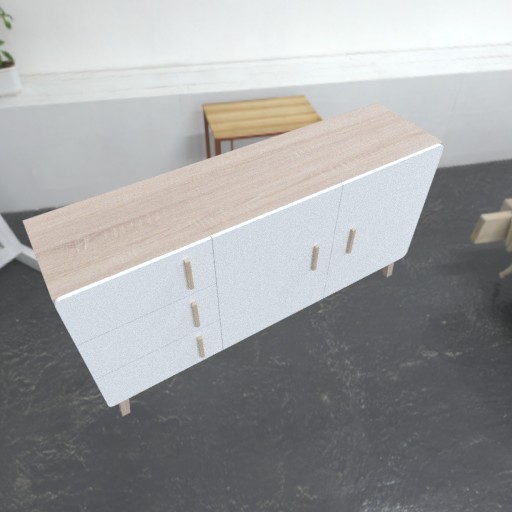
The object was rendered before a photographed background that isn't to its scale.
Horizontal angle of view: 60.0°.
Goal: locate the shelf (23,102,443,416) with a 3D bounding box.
[{"bbox_3d":[0.000,0.000,1.836,1.490,0.780,0.400,-24,51,-21],"label":"shelf"}]
